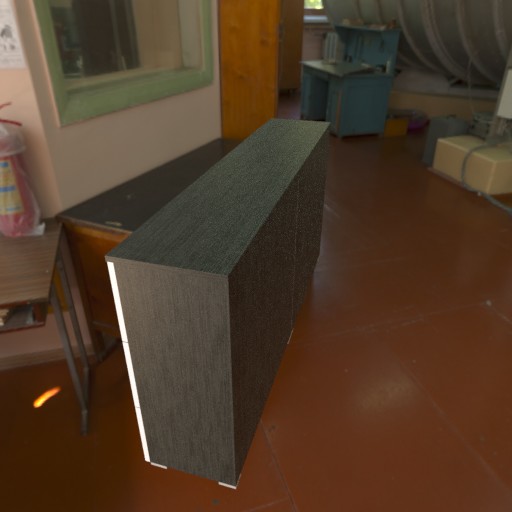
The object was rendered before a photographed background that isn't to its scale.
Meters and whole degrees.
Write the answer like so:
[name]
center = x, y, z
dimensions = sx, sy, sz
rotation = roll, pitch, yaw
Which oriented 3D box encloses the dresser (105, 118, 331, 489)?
[dresser]
center = 0.000, 0.000, 1.866
dimensions = 0.333, 0.790, 1.535
rotation = 9, 31, 15
